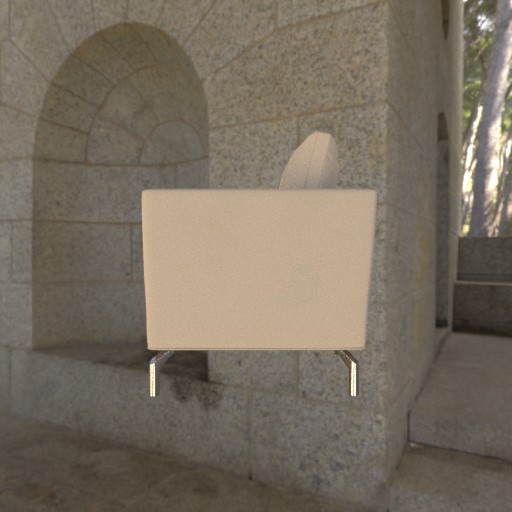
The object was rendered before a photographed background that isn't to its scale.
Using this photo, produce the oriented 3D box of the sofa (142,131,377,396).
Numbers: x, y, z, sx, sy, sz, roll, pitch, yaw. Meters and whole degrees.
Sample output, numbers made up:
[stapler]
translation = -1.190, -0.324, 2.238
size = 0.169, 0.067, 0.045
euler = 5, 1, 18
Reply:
[sofa]
translation = 0.000, 0.000, 2.672
size = 0.868, 1.005, 2.214
euler = 0, 0, 0
